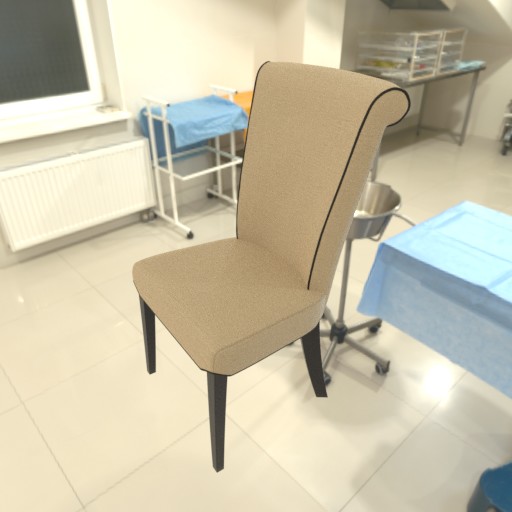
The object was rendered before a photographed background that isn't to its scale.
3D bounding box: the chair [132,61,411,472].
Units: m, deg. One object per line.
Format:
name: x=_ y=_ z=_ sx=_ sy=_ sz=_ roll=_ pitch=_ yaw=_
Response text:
chair: x=0.000 y=0.000 z=1.330 sx=0.623 sy=0.997 sz=0.522 roll=-21 pitch=37 yaw=-30
